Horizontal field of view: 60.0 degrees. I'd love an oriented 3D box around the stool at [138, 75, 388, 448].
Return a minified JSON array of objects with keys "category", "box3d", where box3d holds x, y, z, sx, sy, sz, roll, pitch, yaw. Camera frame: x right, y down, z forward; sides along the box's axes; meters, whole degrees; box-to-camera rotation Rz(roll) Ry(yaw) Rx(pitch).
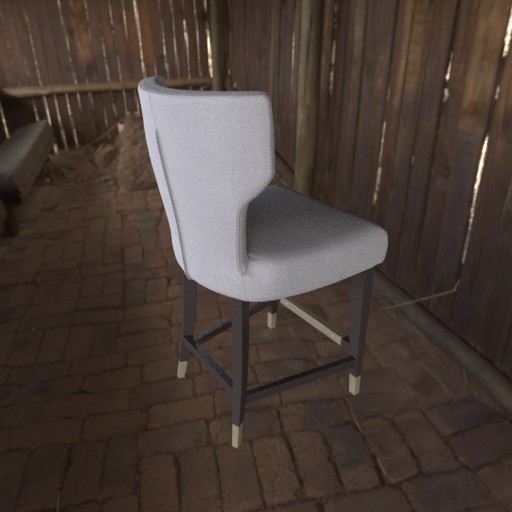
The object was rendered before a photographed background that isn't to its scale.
[{"category":"stool","box3d":[0.000,0.000,1.317,0.563,0.982,0.527,-18,32,-31]}]
